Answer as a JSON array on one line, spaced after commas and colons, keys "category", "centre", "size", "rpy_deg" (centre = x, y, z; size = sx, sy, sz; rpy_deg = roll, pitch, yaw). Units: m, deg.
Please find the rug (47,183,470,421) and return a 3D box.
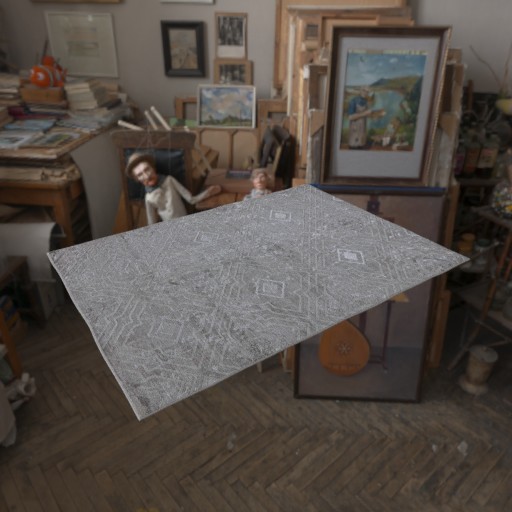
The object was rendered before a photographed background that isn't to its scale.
[{"category": "rug", "centre": [0.000, 0.000, 4.330], "size": [3.359, 0.020, 2.448], "rpy_deg": [-19, 35, -29]}]
